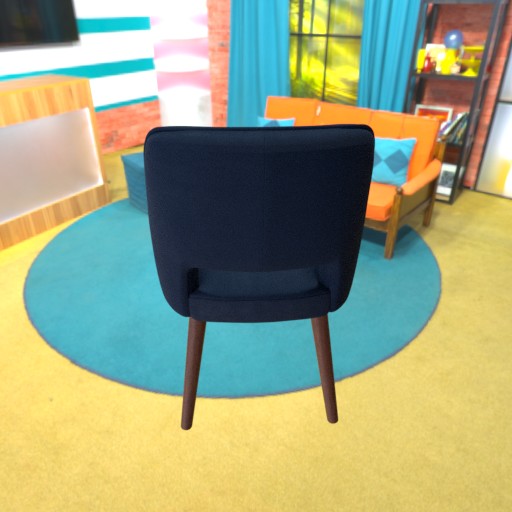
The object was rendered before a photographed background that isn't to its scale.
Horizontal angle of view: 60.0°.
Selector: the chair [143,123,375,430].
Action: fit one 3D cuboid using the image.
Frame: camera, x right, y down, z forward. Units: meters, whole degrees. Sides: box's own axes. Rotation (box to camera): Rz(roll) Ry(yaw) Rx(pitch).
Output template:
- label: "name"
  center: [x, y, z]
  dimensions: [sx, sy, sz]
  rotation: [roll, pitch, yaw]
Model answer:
- label: "chair"
  center: [0.000, 0.000, 1.240]
  dimensions: [0.559, 0.844, 0.591]
  rotation: [-2, 30, -3]
